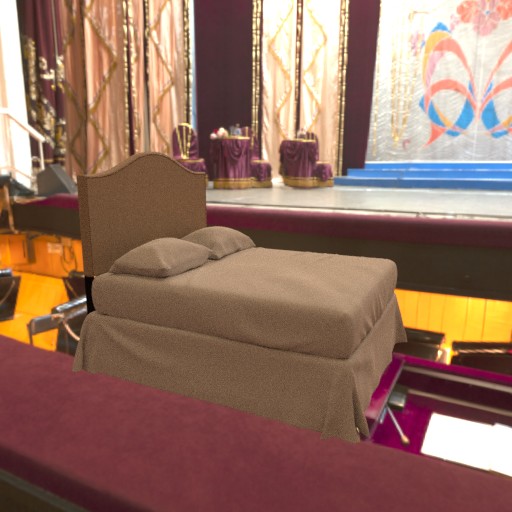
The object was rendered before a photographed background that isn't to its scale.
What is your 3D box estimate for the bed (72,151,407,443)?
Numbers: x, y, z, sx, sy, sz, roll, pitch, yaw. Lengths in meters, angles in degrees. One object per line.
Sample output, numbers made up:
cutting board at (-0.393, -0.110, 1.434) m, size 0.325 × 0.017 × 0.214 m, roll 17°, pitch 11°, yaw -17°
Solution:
bed at (0.000, 0.000, 3.523) m, size 2.221 × 1.645 × 1.876 m, roll 6°, pitch 13°, yaw 25°
